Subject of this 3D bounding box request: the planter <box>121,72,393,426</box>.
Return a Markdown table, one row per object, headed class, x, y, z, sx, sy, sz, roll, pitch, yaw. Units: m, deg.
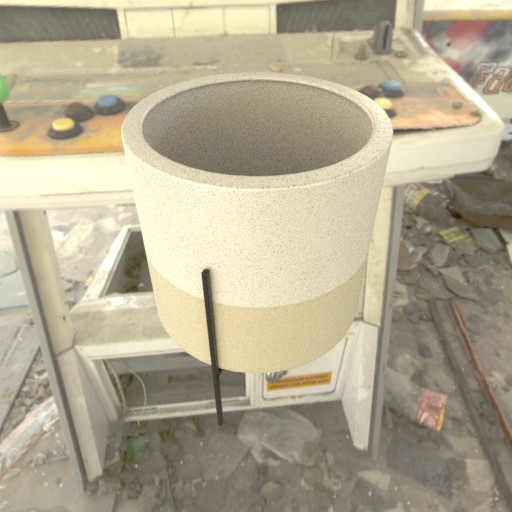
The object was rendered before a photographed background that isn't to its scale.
| class | x | y | z | sx | sy | sz | roll | pitch | yaw |
| --- | --- | --- | --- | --- | --- | --- | --- | --- | --- |
| planter | 0.000 | 0.000 | 0.746 | 0.359 | 0.484 | 0.368 | 14 | 43 | 15 |
